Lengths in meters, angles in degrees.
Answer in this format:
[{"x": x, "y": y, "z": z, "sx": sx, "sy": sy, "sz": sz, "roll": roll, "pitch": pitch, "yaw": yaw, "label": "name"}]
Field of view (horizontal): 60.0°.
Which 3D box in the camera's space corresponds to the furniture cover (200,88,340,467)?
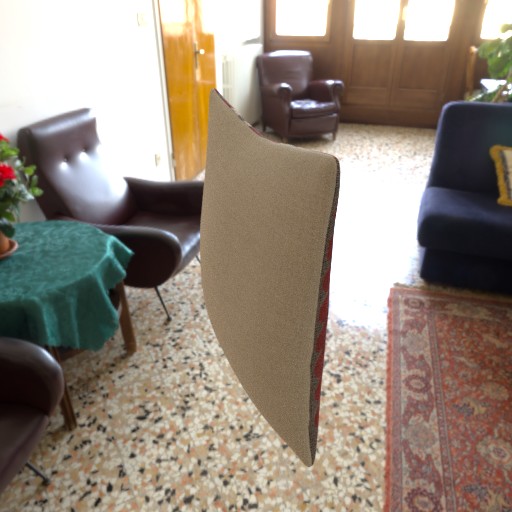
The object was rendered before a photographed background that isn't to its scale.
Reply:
[{"x": 0.000, "y": 0.000, "z": 0.661, "sx": 0.145, "sy": 0.420, "sz": 0.435, "roll": -10, "pitch": 31, "yaw": -17, "label": "furniture cover"}]
